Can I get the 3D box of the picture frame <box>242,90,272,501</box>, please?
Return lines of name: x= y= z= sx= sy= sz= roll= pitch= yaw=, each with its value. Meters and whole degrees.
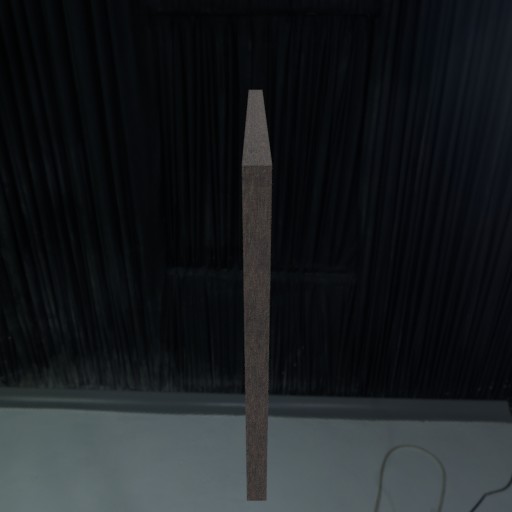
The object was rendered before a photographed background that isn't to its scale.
picture frame: x=0.000 y=0.000 z=0.732 sx=0.026 sy=0.455 sz=0.546 roll=0 pitch=27 yaw=0
